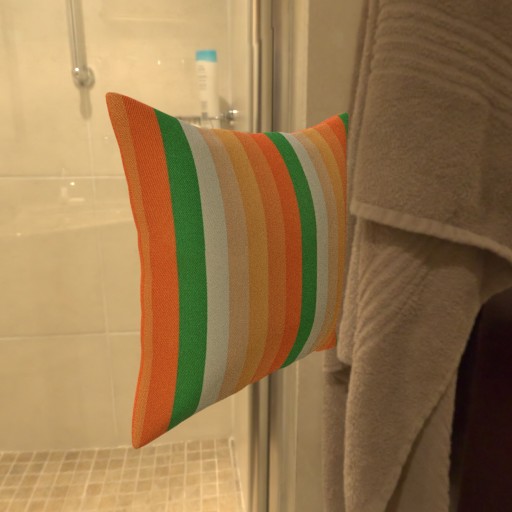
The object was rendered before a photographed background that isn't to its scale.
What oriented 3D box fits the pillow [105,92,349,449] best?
[{"bbox_3d":[0.000,0.000,0.682,0.453,0.444,0.169,-13,19,-43],"label":"pillow"}]
